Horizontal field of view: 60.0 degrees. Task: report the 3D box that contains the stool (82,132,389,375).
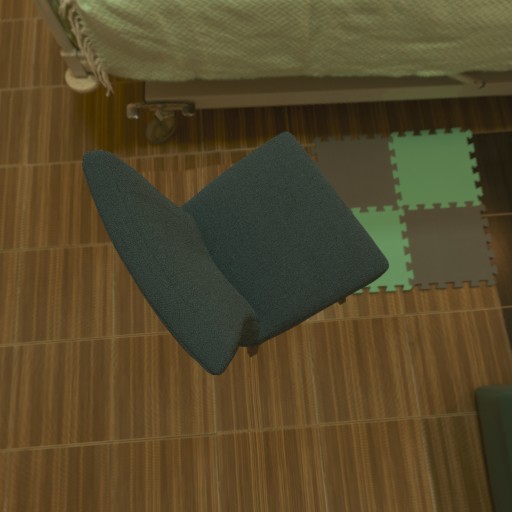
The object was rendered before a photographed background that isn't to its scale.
[{"bbox_3d":[0.000,0.000,1.324,0.574,1.000,0.514,-32,77,-8],"label":"stool"}]
